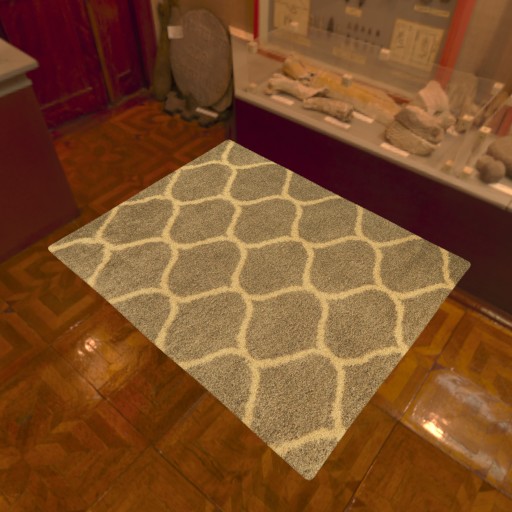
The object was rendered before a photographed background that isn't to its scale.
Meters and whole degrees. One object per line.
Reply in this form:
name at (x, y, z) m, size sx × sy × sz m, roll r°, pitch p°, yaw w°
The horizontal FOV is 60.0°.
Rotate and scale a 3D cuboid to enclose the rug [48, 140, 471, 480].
rug at (0.000, 0.000, 3.998) m, size 3.000 × 0.026 × 2.399 m, roll 33°, pitch 55°, yaw 27°
